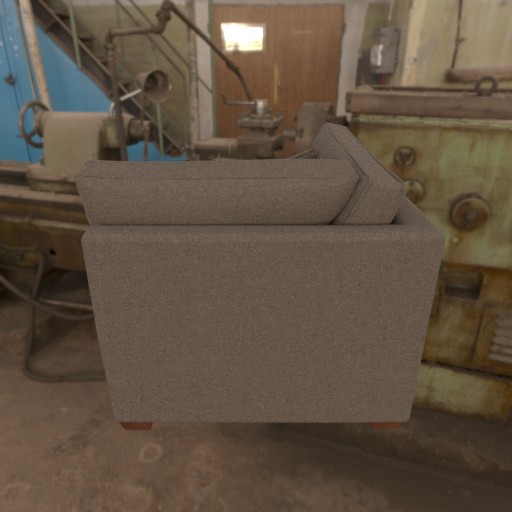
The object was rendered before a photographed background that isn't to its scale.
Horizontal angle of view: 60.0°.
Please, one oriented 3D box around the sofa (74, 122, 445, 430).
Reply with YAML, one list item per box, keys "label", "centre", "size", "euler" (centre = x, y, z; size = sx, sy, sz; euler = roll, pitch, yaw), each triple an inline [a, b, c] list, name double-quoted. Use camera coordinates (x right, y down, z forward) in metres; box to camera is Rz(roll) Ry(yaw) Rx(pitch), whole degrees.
- label: "sofa"
  centre: [0.000, 0.000, 1.942]
  size: [1.146, 1.002, 1.084]
  euler: [0, 26, 0]
